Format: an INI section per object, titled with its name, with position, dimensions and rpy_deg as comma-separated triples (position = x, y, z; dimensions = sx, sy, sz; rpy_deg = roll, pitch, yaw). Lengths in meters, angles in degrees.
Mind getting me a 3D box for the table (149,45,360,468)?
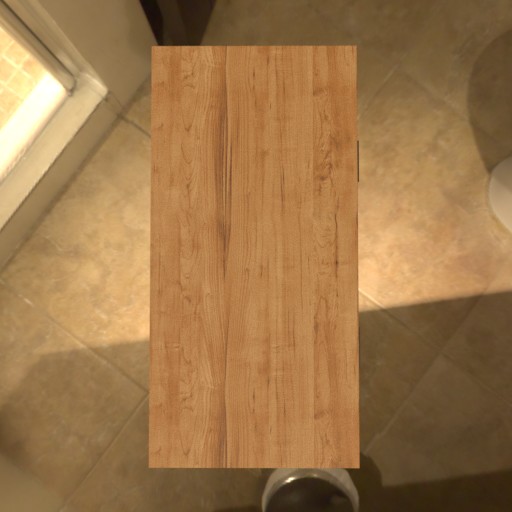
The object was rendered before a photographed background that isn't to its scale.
[table]
position = 0.000, 0.000, 1.437
dimensions = 0.590, 0.400, 1.180
rpy_deg = 0, 88, 0
